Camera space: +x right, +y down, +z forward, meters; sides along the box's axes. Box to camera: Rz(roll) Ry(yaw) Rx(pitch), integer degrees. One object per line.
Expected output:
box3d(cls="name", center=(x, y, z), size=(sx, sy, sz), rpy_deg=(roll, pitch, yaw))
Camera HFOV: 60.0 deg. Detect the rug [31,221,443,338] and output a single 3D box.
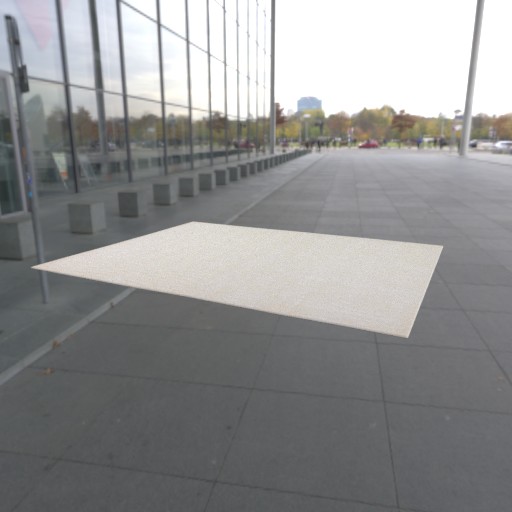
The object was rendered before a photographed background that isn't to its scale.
box3d(cls="rug", center=(0.000, 0.000, 4.124), size=(3.055, 0.021, 2.410), rpy_deg=(7, 16, 26))
